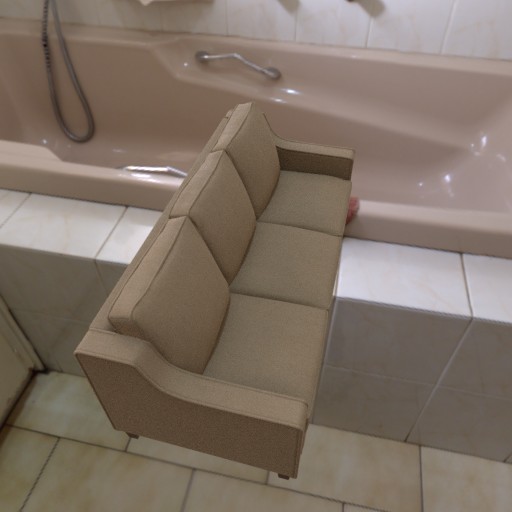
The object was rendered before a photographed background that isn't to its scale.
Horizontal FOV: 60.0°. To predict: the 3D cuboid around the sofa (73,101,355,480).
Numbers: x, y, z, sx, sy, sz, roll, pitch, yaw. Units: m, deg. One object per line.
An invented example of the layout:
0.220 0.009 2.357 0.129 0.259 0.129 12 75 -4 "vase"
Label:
0.000 0.000 2.488 0.911 0.974 1.986 10 46 10 "sofa"
